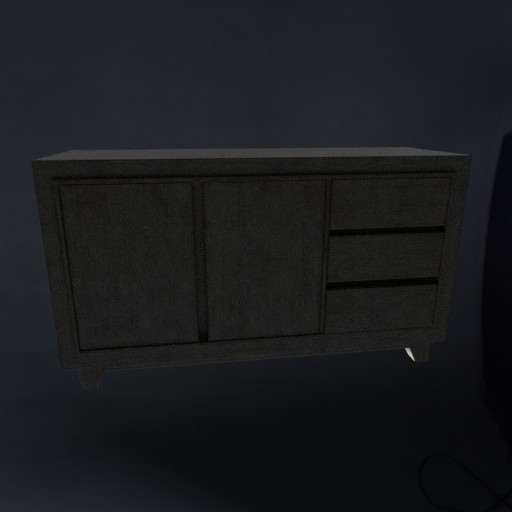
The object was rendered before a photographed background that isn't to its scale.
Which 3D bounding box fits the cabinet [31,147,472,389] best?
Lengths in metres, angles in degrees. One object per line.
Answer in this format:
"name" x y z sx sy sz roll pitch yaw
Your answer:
"cabinet" 0.000 0.000 1.810 1.460 0.825 0.511 -2 17 -8
